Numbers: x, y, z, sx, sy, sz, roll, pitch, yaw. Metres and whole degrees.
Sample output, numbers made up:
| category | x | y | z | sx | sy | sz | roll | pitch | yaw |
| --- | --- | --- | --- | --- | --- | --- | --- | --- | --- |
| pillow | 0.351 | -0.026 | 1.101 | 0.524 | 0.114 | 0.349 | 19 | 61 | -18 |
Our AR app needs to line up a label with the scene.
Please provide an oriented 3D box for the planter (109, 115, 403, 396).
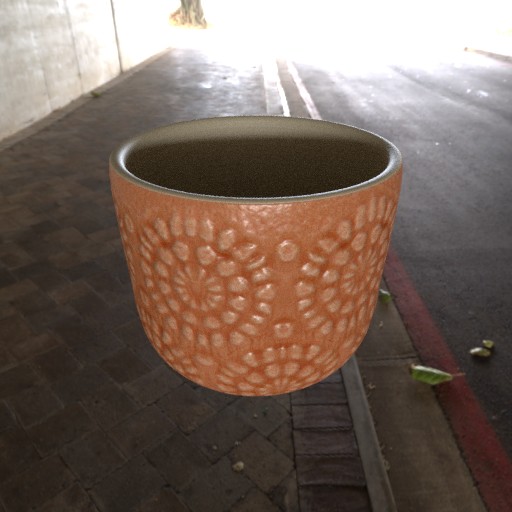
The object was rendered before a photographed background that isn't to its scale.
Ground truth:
| category | x | y | z | sx | sy | sz | roll | pitch | yaw |
| --- | --- | --- | --- | --- | --- | --- | --- | --- | --- |
| planter | 0.000 | 0.000 | 0.218 | 0.124 | 0.109 | 0.124 | 0 | 30 | 0 |
